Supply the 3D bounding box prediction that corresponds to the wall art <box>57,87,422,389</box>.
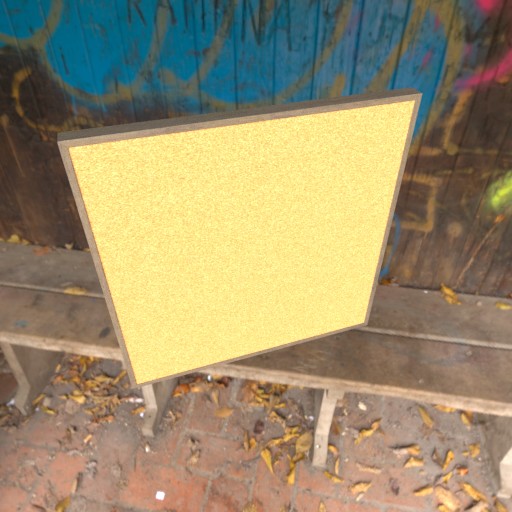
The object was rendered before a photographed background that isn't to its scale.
[{"bbox_3d":[0.000,0.000,1.136,0.758,0.758,0.039,-12,41,-14],"label":"wall art"}]
